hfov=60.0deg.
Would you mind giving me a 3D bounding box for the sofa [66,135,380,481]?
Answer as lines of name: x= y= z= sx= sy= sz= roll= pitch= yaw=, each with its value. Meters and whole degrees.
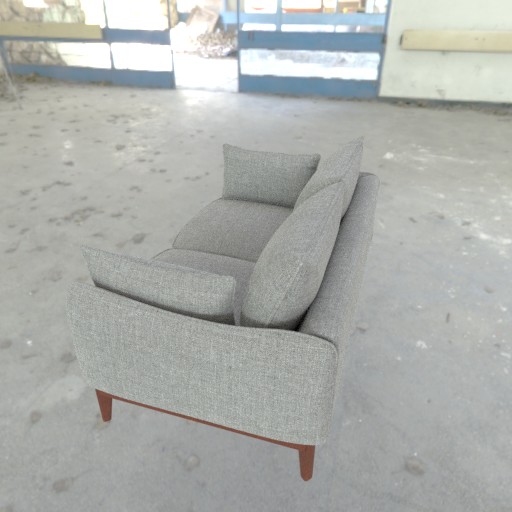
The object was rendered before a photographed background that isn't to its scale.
sofa: x=0.000 y=0.000 z=2.063 sx=0.972 sy=0.851 sz=1.580 roll=9 pitch=31 yaw=16
